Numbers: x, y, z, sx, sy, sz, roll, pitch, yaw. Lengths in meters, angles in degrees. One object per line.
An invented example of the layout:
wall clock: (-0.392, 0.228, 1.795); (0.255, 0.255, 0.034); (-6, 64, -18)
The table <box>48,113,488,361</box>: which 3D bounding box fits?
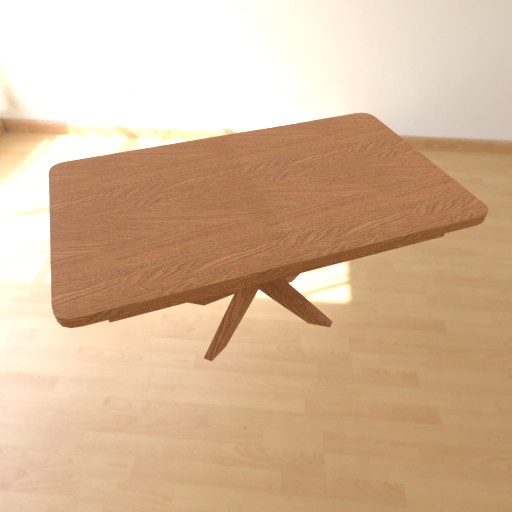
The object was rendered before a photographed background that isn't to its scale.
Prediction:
table: (0.000, 0.000, 2.076); (1.600, 0.770, 0.950); (-14, 44, -14)
